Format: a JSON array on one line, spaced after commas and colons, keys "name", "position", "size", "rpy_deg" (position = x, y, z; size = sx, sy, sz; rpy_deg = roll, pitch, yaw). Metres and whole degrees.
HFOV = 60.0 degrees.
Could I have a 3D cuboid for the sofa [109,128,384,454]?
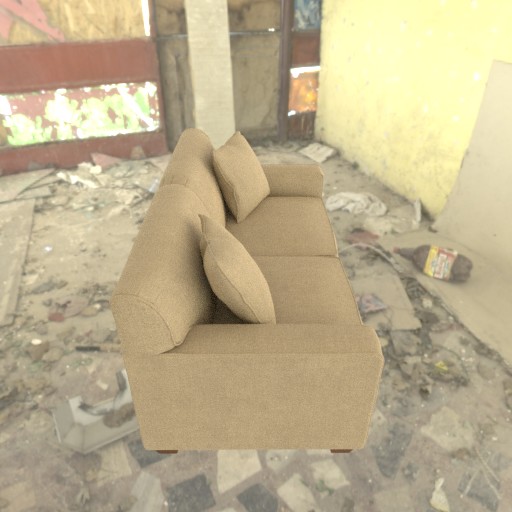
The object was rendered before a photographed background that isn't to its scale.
[{"name": "sofa", "position": [0.000, 0.000, 2.441], "size": [0.998, 0.958, 1.846], "rpy_deg": [0, 33, 0]}]
